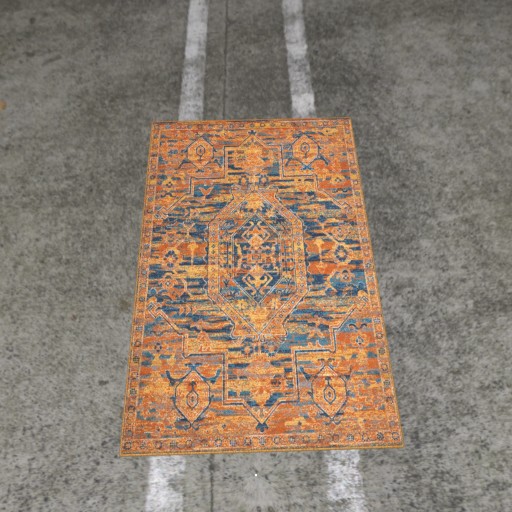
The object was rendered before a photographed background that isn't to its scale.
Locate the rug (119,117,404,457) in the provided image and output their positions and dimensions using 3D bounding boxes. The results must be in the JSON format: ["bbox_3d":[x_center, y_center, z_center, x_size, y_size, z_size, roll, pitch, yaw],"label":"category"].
[{"bbox_3d":[0.000,0.000,2.168,1.148,0.013,1.758,-2,64,-1],"label":"rug"}]
